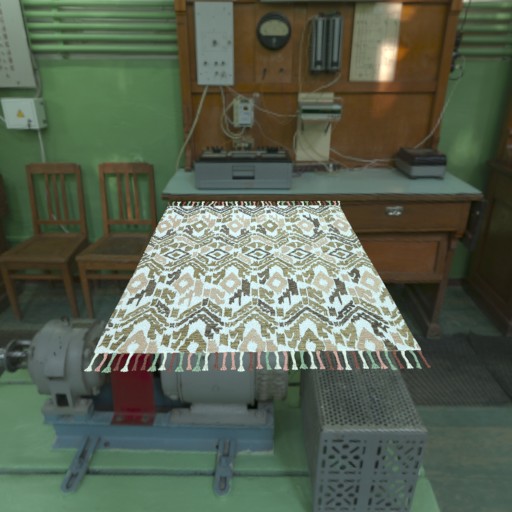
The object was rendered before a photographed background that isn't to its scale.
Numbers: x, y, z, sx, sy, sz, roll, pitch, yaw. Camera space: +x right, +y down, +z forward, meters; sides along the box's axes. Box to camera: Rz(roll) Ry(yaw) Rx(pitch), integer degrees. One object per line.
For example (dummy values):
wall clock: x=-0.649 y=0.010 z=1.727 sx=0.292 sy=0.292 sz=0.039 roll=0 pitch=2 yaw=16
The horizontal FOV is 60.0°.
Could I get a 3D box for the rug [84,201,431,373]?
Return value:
rug: x=0.000 y=0.000 z=2.327 sx=1.219 sy=0.008 sz=1.829 roll=0 pitch=25 yaw=-1
